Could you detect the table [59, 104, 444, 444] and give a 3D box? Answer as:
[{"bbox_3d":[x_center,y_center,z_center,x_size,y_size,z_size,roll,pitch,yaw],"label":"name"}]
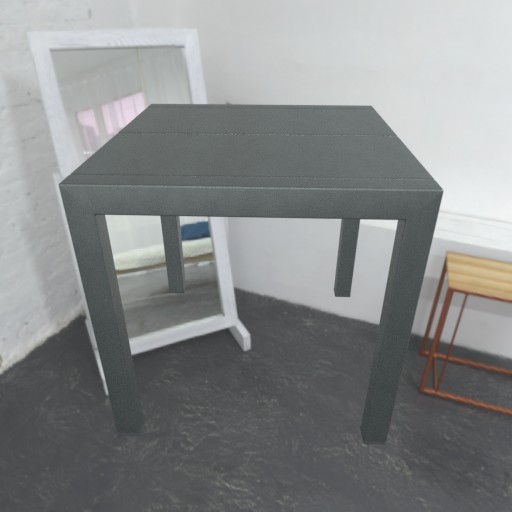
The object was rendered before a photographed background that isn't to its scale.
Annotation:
[{"bbox_3d":[0.000,0.000,0.926,0.508,0.508,0.508,1,31,2],"label":"table"}]
